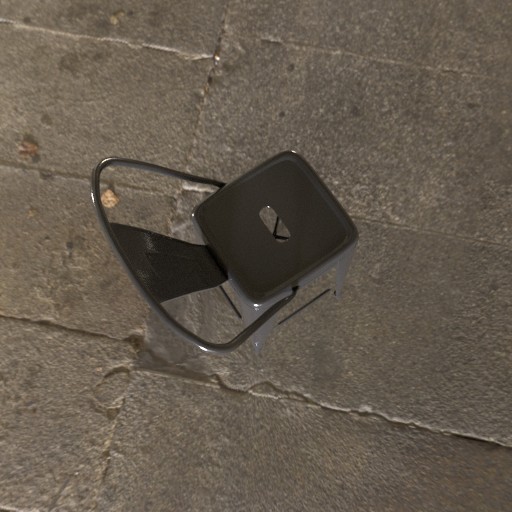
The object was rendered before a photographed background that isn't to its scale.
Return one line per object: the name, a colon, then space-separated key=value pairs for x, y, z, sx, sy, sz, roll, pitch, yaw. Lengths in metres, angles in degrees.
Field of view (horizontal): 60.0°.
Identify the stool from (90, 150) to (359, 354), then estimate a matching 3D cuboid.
stool: x=0.000 y=0.000 z=1.250 sx=0.528 sy=1.022 sz=0.432 roll=-33 pitch=78 yaw=-8
